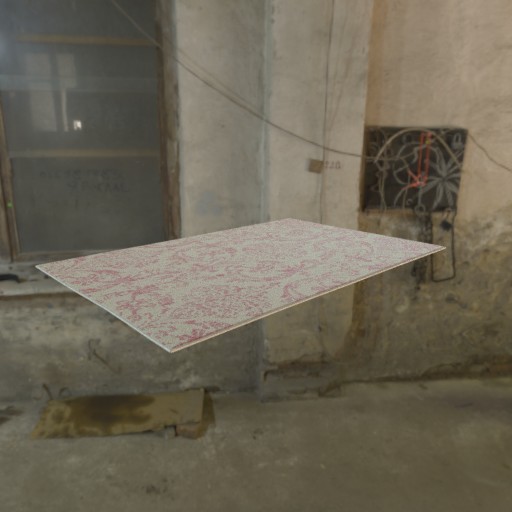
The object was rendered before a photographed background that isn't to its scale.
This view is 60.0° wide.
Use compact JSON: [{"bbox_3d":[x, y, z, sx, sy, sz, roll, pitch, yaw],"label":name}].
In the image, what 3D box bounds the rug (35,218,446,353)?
[{"bbox_3d":[0.000,0.000,2.358,1.839,0.012,1.219,-14,21,-41],"label":"rug"}]
